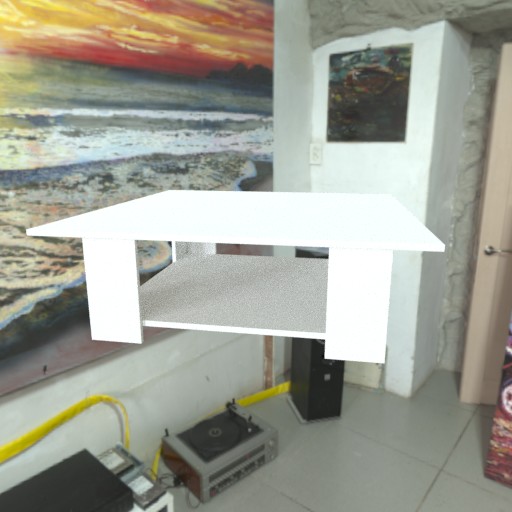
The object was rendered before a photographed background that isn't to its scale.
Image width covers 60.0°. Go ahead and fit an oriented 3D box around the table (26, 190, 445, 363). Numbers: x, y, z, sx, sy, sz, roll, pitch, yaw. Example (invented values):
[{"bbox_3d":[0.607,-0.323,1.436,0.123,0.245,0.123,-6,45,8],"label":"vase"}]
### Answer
[{"bbox_3d":[0.000,0.000,1.380,0.890,0.305,0.890,3,14,10],"label":"table"}]
